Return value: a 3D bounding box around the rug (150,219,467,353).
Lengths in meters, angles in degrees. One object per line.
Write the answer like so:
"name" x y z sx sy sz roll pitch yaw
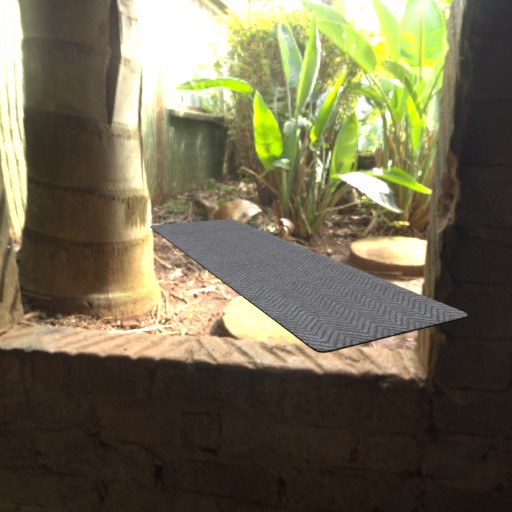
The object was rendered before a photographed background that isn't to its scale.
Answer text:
"rug" 0.000 0.000 2.515 0.686 0.008 2.286 -7 17 -25
